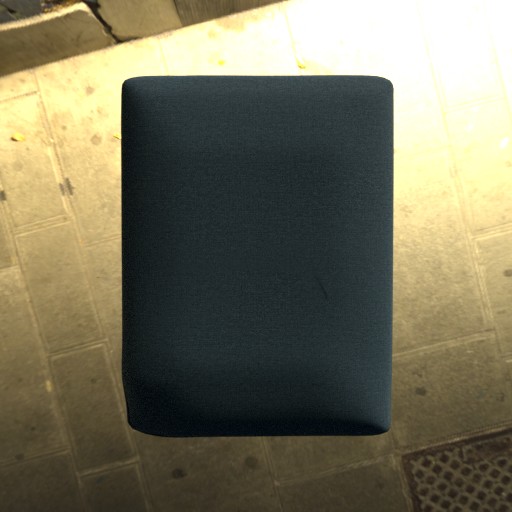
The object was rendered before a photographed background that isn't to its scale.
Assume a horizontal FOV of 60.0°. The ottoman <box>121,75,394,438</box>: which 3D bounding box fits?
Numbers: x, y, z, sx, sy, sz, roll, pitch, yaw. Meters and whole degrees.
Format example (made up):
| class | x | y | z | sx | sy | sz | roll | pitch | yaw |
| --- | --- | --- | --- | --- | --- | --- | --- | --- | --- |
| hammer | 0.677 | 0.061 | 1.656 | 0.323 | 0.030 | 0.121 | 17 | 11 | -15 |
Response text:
| class | x | y | z | sx | sy | sz | roll | pitch | yaw |
| --- | --- | --- | --- | --- | --- | --- | --- | --- | --- |
| ottoman | 0.000 | 0.000 | 1.208 | 0.629 | 0.503 | 0.835 | 0 | 91 | -1 |
